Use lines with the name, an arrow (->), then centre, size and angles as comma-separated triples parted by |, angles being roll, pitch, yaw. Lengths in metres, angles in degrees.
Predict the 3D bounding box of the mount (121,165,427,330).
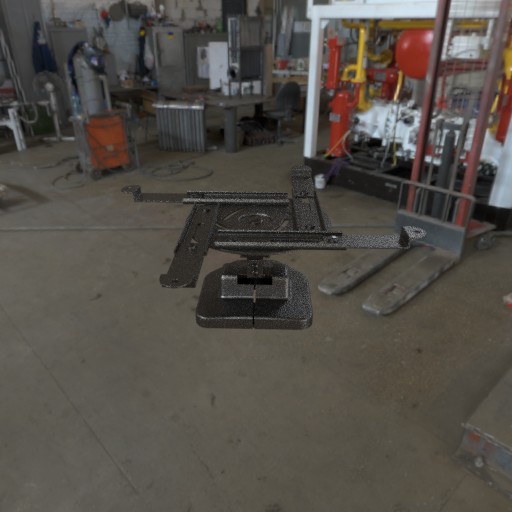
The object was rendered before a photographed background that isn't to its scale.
mount -> 0.000, 0.000, 0.607 | 0.394, 0.141, 0.394 | 1, 28, 2
